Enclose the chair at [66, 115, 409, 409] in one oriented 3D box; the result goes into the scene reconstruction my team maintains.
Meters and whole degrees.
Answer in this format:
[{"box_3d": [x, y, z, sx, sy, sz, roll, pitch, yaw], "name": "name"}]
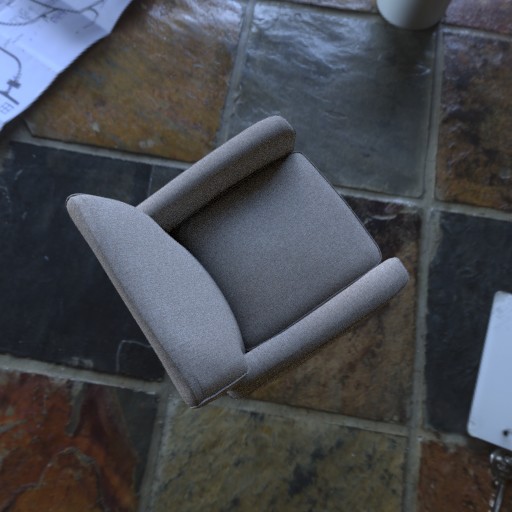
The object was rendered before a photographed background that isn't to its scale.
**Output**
[{"box_3d": [0.000, 0.000, 1.666, 0.864, 1.014, 0.848, -34, 77, -9], "name": "chair"}]
